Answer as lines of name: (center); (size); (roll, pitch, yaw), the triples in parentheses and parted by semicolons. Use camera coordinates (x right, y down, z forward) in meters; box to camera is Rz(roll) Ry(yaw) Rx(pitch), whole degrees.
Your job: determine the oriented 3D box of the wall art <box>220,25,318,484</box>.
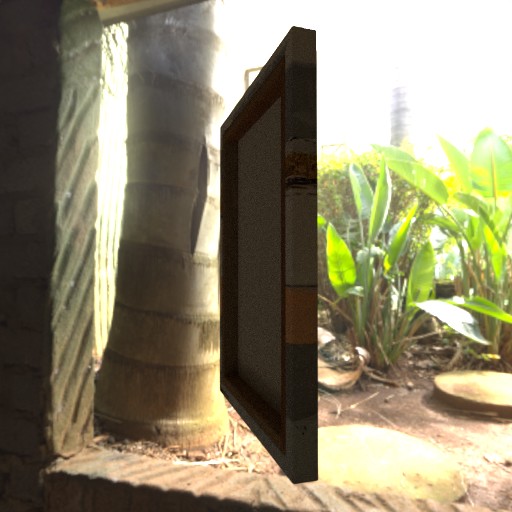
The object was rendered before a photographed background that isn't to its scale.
wall art: (0.000, 0.000, 0.809); (0.038, 0.609, 0.456); (0, -1, -17)
